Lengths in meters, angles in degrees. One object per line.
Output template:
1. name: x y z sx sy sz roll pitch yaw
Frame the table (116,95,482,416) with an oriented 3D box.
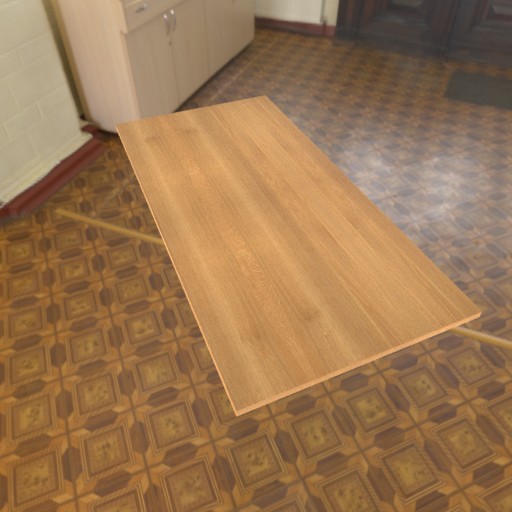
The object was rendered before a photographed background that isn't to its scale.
1. table: 0.000 0.000 2.232 0.900 0.750 1.800 -17 47 -16
